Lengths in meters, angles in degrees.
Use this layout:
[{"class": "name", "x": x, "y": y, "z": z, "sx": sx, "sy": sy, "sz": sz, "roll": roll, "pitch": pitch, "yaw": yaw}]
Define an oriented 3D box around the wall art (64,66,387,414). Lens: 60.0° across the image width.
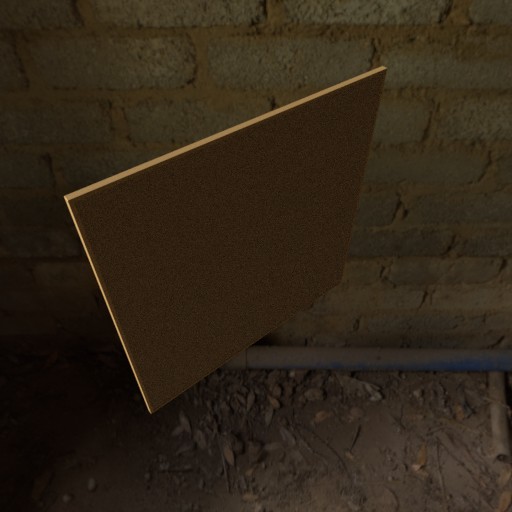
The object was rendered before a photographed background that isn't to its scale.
[{"class": "wall art", "x": 0.000, "y": 0.000, "z": 0.975, "sx": 0.657, "sy": 0.655, "sz": 0.014, "roll": -30, "pitch": 53, "yaw": -26}]
